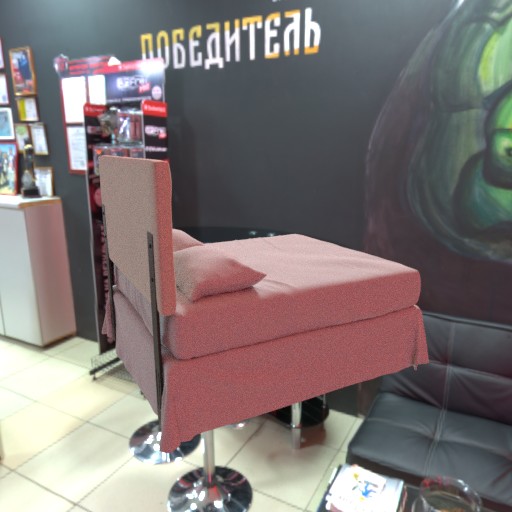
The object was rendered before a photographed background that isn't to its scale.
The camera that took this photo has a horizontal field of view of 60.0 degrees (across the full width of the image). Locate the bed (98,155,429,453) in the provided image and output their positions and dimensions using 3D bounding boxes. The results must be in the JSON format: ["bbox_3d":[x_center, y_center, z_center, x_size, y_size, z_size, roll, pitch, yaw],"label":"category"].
[{"bbox_3d":[0.000,0.000,3.570,2.222,1.577,1.936,-7,16,-28],"label":"bed"}]
